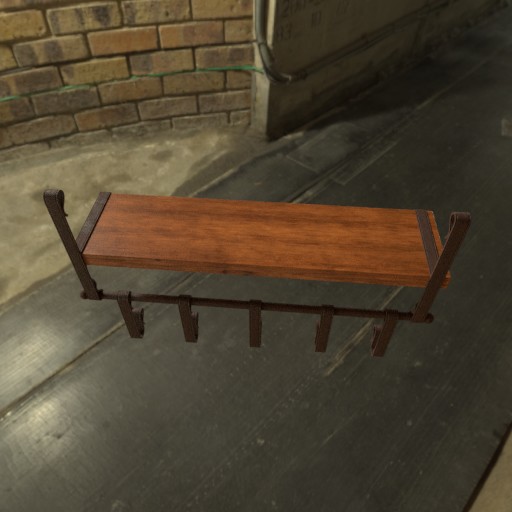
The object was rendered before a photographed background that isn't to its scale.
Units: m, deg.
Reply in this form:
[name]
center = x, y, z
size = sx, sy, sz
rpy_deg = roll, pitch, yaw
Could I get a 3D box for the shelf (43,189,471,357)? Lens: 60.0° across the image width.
[shelf]
center = 0.000, 0.000, 0.714
size = 0.567, 0.330, 0.146
rpy_deg = 4, 47, 3
